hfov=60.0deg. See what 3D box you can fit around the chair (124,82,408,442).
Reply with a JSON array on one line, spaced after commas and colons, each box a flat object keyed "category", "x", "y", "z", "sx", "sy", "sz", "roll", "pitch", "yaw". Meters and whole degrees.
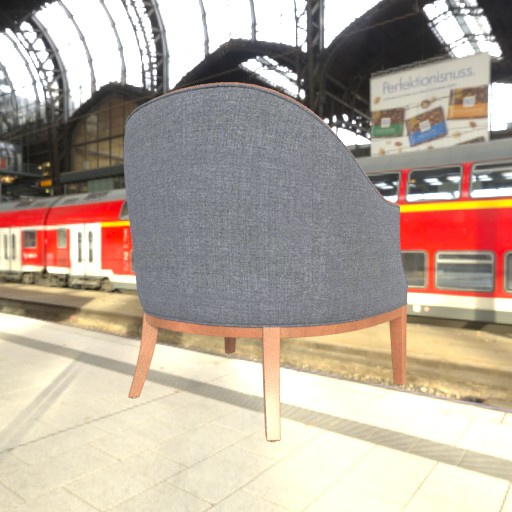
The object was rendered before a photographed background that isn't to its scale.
[{"category": "chair", "x": 0.000, "y": 0.000, "z": 1.447, "sx": 0.803, "sy": 0.876, "sz": 0.735, "roll": 1, "pitch": 2, "yaw": 36}]
